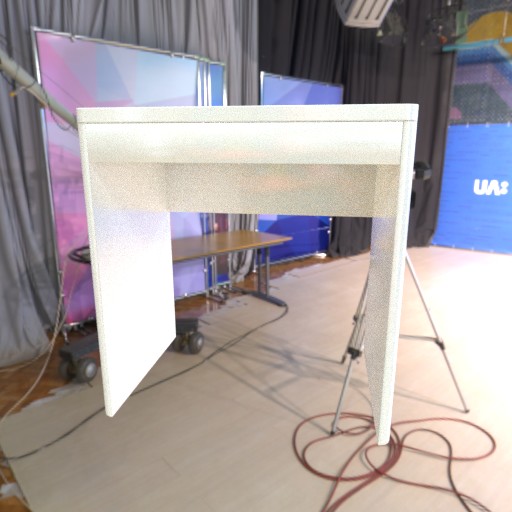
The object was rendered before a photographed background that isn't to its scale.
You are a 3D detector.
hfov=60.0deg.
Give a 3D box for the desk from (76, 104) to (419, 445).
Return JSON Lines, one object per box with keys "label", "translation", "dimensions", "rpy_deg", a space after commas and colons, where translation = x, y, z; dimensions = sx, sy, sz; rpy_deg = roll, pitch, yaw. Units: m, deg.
{"label": "desk", "translation": [0.000, 0.000, 1.304], "dimensions": [0.762, 0.800, 0.549], "rpy_deg": [2, 15, 9]}
